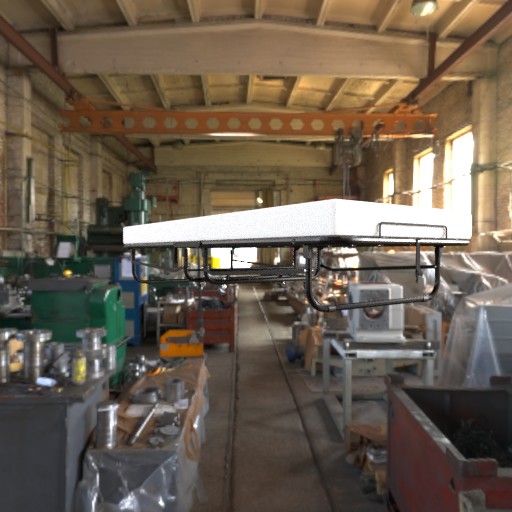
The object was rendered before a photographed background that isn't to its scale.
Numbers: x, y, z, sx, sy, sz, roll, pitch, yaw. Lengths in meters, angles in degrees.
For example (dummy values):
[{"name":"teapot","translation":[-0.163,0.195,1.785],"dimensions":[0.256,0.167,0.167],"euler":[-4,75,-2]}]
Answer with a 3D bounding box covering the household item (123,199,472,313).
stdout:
[{"name":"household item","translation":[0.000,0.000,2.254],"dimensions":[0.787,0.356,1.905],"euler":[0,1,-35]}]
